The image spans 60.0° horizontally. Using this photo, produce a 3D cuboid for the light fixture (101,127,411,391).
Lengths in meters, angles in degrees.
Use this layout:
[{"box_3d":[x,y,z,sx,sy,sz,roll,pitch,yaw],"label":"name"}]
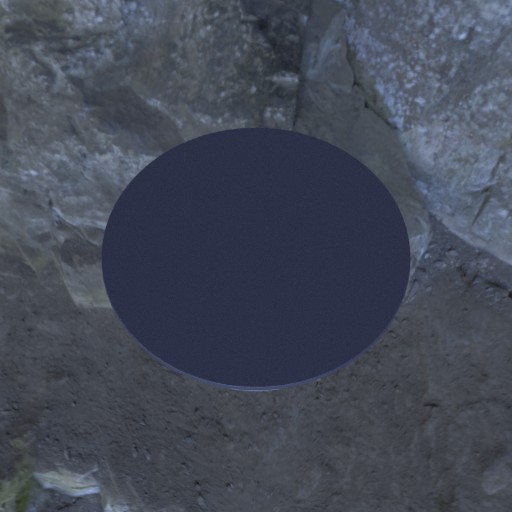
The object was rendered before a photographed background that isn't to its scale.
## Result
[{"box_3d":[0.000,0.000,0.575,0.368,0.100,0.368,0,59,0],"label":"light fixture"}]
